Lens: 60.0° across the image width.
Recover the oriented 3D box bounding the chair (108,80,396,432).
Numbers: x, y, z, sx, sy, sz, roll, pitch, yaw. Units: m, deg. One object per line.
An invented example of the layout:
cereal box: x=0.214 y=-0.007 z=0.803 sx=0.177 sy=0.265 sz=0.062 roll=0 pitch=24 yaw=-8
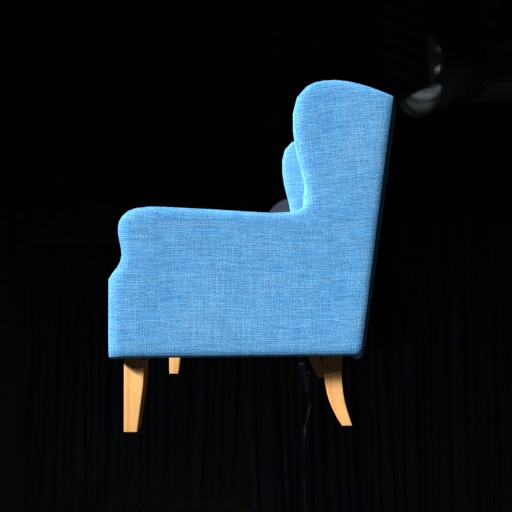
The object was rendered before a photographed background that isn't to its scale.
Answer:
chair: x=0.000 y=0.000 z=1.513 sx=0.775 sy=0.952 sz=0.711 roll=0 pitch=0 yaw=1
